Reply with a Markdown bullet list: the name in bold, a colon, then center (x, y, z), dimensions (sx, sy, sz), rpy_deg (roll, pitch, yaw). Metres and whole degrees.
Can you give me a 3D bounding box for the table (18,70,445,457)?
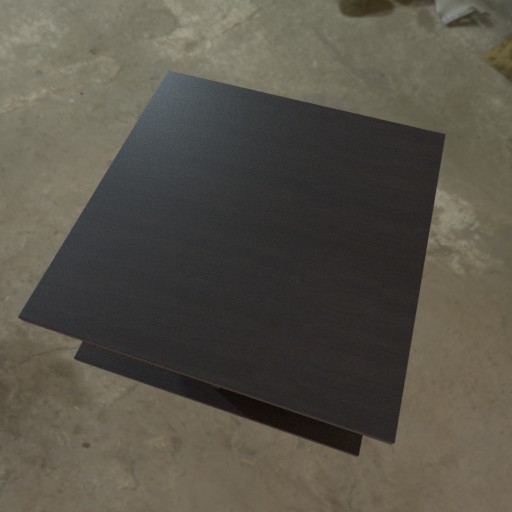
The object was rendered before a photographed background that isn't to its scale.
- **table**: center (0.000, 0.000, 1.181), dimensions (0.762, 0.396, 0.762), rpy_deg (16, 63, 8)
